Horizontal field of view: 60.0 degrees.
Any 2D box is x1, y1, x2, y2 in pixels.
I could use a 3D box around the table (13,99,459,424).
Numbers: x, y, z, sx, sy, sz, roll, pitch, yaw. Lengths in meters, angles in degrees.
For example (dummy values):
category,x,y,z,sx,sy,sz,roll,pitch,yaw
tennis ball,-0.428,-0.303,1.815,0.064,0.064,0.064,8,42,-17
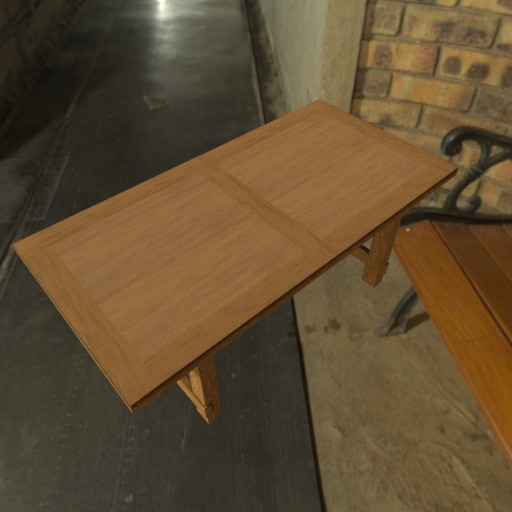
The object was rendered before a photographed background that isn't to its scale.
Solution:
category,x,y,z,sx,sy,sz,roll,pitch,yaw
table,0.000,0.000,2.419,1.982,0.762,1.000,-33,55,-27
